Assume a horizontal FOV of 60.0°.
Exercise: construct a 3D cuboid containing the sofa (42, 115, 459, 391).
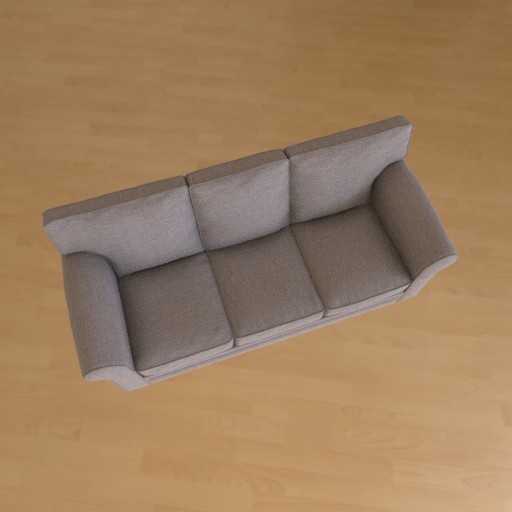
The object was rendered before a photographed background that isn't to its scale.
[{"bbox_3d":[0.000,0.000,2.594,2.084,0.961,0.916,-17,65,-8],"label":"sofa"}]
